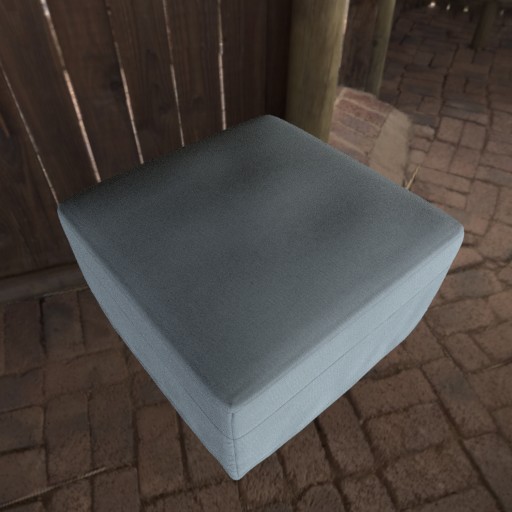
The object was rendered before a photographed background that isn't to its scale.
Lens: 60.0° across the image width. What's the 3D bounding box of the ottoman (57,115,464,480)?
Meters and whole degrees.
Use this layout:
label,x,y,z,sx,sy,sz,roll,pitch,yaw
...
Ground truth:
label,x,y,z,sx,sy,sz,roll,pitch,yaw
ottoman,0.000,0.000,1.341,0.842,0.441,0.843,-31,53,-27
